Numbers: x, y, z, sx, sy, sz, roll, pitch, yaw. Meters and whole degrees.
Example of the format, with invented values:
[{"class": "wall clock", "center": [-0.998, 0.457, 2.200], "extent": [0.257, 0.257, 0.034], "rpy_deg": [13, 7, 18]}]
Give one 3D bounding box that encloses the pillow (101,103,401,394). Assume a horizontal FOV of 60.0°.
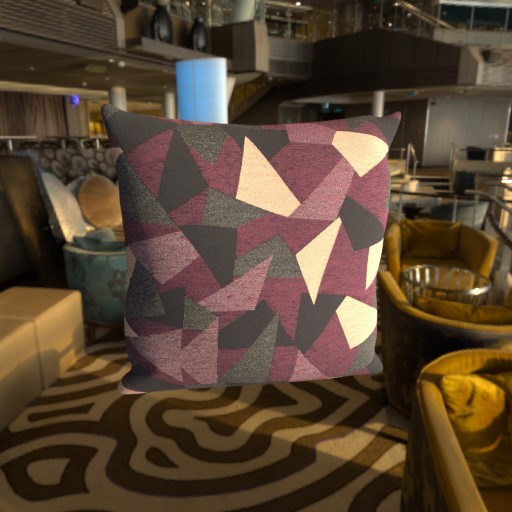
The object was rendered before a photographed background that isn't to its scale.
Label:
[{"class": "pillow", "center": [0.000, 0.000, 0.767], "extent": [0.503, 0.496, 0.208], "rpy_deg": [-2, 15, -8]}]
